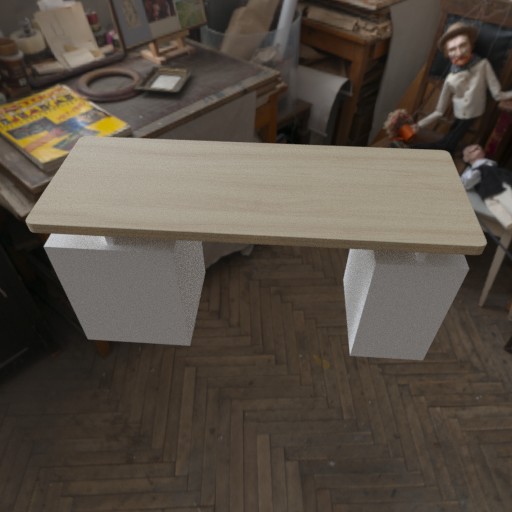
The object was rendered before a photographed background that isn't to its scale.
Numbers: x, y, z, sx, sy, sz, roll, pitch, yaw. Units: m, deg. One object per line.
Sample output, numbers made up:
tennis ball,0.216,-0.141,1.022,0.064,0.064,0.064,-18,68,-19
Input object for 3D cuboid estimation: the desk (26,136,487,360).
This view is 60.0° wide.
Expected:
desk,0.000,0.000,1.882,1.500,0.755,0.550,3,46,3
